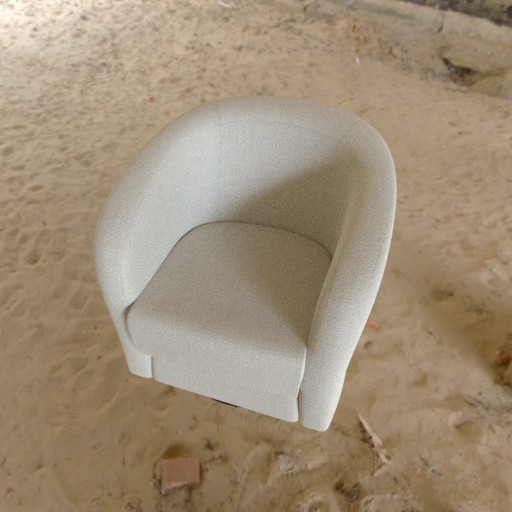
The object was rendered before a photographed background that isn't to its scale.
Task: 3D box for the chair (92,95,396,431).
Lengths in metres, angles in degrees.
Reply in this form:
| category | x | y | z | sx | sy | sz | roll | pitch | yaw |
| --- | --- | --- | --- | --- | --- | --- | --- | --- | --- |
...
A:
| category | x | y | z | sx | sy | sz | roll | pitch | yaw |
| --- | --- | --- | --- | --- | --- | --- | --- | --- | --- |
| chair | 0.000 | 0.000 | 1.459 | 0.791 | 0.771 | 0.815 | 12 | 43 | 14 |
